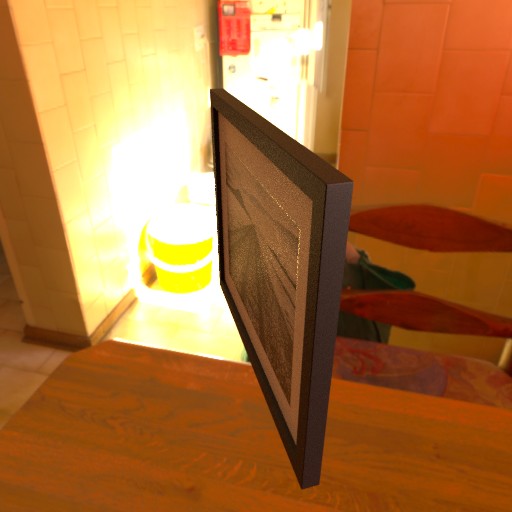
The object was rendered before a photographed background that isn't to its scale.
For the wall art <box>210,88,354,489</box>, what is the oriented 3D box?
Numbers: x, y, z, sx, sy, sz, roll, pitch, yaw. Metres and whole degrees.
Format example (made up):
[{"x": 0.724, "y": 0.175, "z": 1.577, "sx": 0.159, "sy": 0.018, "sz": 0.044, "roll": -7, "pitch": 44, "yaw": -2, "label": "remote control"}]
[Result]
[{"x": 0.000, "y": 0.000, "z": 0.755, "sx": 0.029, "sy": 0.458, "sz": 0.559, "roll": -8, "pitch": 30, "yaw": -14, "label": "wall art"}]
